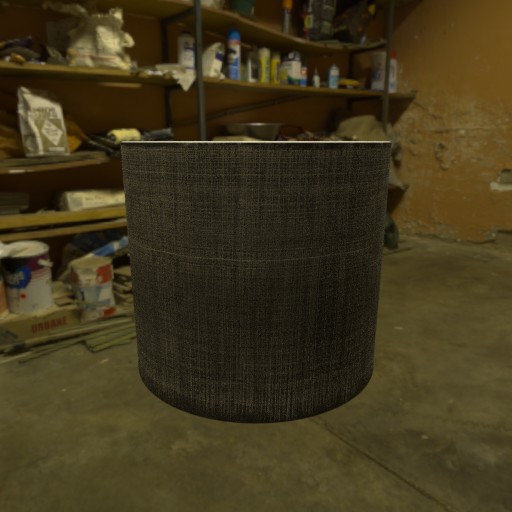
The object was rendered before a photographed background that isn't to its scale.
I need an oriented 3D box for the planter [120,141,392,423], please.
[{"bbox_3d":[0.000,0.000,0.402,0.221,0.201,0.221,0,15,0],"label":"planter"}]
